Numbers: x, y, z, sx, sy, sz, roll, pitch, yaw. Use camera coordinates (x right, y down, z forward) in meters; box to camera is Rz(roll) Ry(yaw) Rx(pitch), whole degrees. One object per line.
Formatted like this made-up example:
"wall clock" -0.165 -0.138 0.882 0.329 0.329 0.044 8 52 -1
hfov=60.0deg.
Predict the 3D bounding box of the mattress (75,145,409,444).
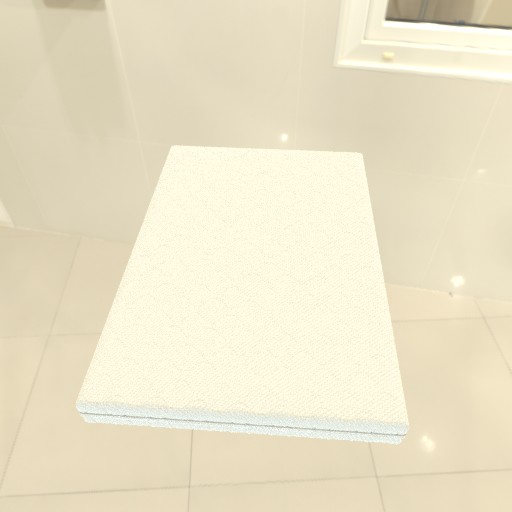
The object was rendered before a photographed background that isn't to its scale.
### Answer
"mattress" 0.000 0.000 2.571 1.400 0.200 2.000 3 46 3
